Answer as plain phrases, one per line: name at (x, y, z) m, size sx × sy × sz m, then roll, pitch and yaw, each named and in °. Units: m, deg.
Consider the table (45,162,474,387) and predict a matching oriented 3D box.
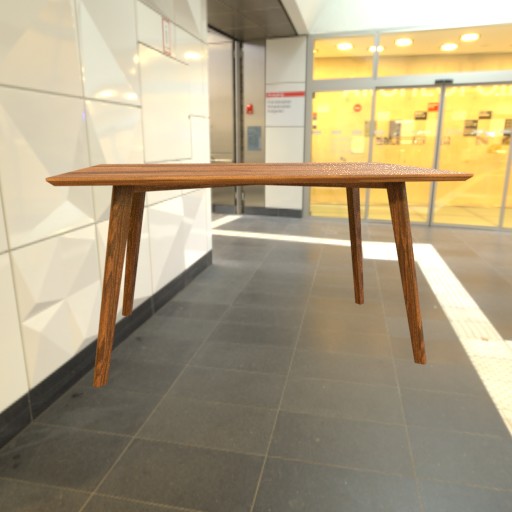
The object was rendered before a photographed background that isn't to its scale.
table at (0.000, 0.000, 1.855) m, size 1.349 × 0.724 × 0.801 m, roll -2°, pitch 15°, yaw -8°
